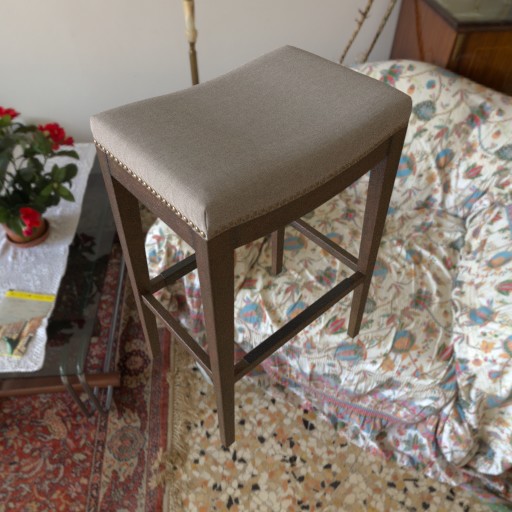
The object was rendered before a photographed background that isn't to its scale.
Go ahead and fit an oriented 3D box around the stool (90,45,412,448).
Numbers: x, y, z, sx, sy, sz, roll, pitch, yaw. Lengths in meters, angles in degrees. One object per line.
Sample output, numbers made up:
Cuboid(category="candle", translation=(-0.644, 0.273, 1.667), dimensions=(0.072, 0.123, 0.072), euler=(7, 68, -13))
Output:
Cuboid(category="stool", translation=(0.000, 0.000, 1.031), dimensions=(0.508, 0.762, 0.356), euler=(-33, 54, -27))
